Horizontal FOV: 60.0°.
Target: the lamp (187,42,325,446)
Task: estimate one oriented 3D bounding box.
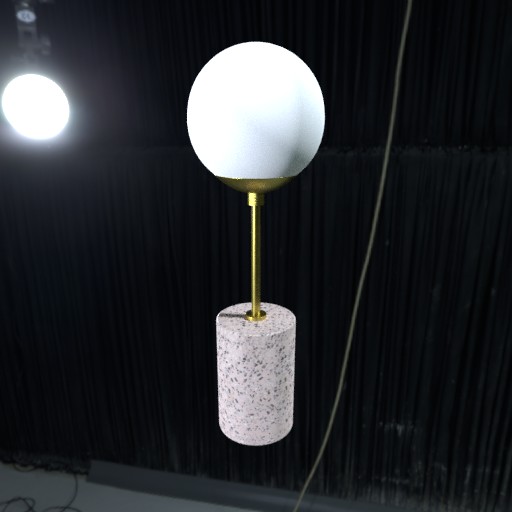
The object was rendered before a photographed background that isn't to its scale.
[{"bbox_3d":[0.000,0.000,0.548,0.153,0.480,0.153,0,17,0],"label":"lamp"}]
